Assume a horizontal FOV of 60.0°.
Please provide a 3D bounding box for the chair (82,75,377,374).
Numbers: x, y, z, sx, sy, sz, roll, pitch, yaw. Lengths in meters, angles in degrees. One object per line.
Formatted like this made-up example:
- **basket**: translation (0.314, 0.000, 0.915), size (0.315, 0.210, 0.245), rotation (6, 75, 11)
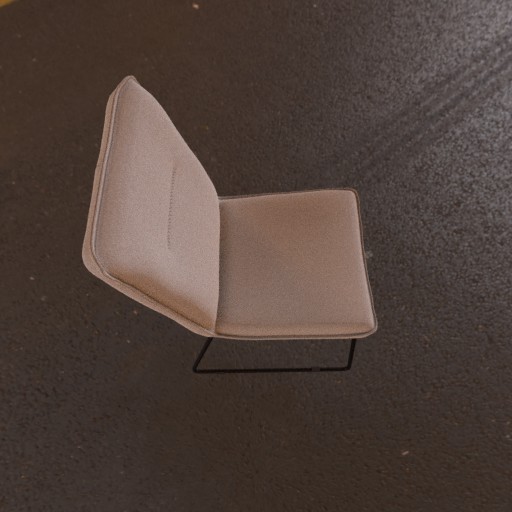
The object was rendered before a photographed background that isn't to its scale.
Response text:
- **chair**: translation (0.000, 0.000, 1.334), size (0.688, 0.930, 0.515), rotation (-1, 64, -1)
